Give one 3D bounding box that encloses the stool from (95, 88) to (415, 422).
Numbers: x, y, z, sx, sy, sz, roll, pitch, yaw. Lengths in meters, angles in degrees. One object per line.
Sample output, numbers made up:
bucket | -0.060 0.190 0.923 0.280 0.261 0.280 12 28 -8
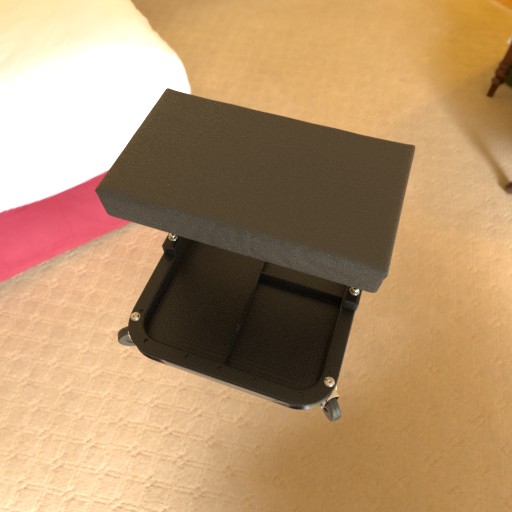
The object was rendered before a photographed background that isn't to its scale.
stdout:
stool | 0.000 0.000 0.719 0.446 0.380 0.371 16 59 10
